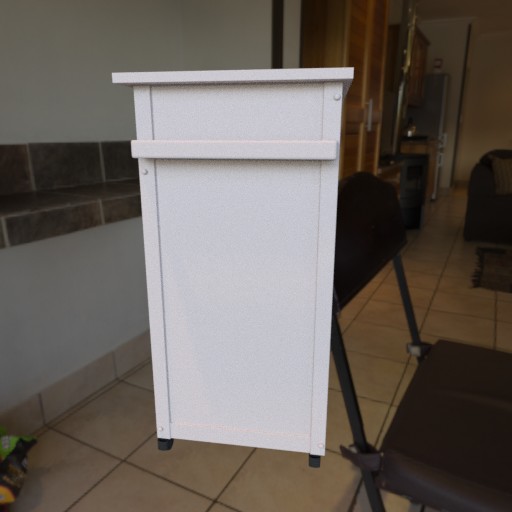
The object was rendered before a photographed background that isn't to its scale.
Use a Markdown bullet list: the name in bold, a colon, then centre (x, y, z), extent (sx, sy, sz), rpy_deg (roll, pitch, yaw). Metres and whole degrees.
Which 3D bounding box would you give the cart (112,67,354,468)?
- **cart**: centre (0.000, 0.000, 1.214), extent (0.442, 0.864, 0.683), rpy_deg (2, 16, 9)
